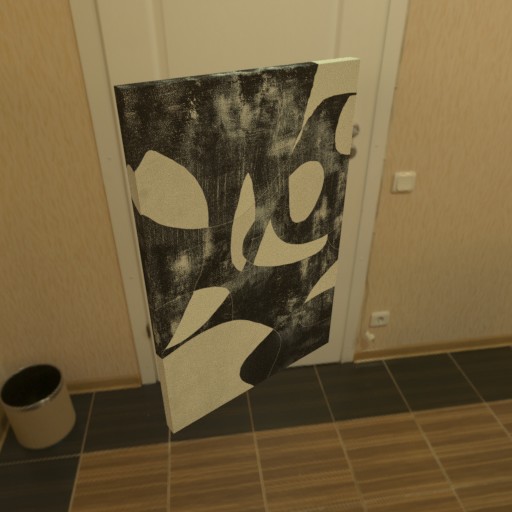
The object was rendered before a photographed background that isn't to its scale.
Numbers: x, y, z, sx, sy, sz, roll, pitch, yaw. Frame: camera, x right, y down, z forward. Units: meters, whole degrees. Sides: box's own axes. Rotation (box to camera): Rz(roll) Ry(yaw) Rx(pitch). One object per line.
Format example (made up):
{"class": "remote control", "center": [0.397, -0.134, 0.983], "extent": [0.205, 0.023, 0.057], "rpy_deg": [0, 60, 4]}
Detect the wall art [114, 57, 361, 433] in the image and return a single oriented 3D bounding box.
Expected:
{"class": "wall art", "center": [0.000, 0.000, 1.168], "extent": [0.610, 0.915, 0.041], "rpy_deg": [-22, 37, -31]}
